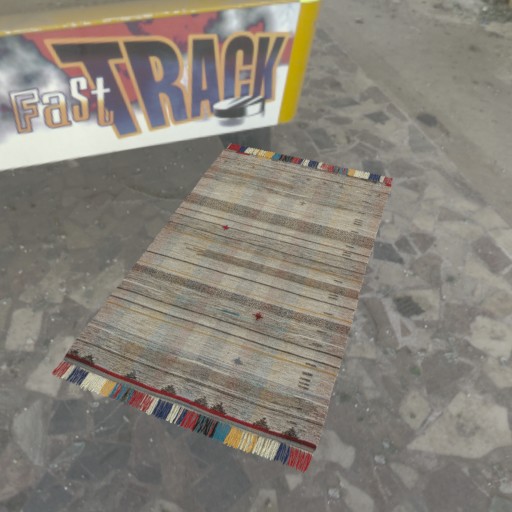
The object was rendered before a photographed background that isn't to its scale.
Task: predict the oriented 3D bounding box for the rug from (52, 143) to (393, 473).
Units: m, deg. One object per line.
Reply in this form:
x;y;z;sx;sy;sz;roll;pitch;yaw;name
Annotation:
0.000;0.000;2.998;1.465;0.012;2.465;15;48;14;rug
